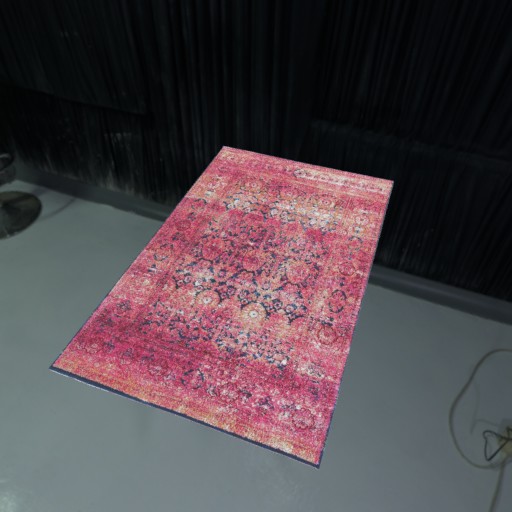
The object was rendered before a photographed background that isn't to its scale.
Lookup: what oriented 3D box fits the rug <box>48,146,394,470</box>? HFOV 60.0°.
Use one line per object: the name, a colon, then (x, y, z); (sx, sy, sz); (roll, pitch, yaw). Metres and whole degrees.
rug: (0.000, 0.000, 3.064); (1.539, 0.018, 2.449); (15, 47, 14)
